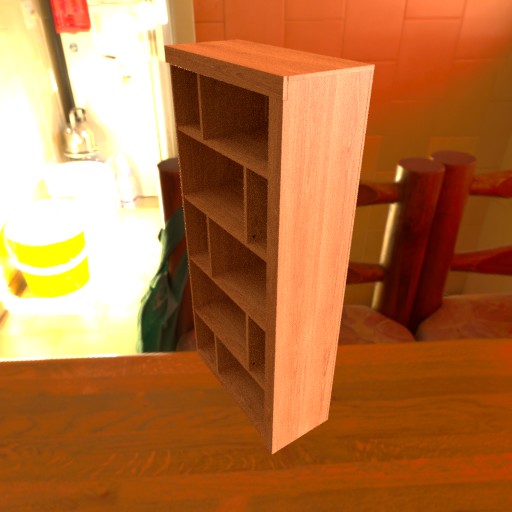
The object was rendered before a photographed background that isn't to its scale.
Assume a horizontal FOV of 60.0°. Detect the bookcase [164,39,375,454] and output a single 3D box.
[{"bbox_3d":[0.000,0.000,2.412,0.420,2.020,0.950,-20,37,-28],"label":"bookcase"}]
